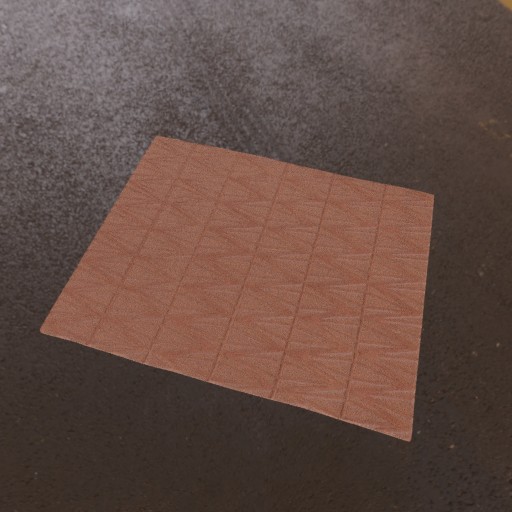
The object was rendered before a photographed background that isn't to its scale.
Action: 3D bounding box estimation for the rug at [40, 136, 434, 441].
[{"bbox_3d":[0.000,0.000,4.074,3.052,0.043,2.453,14,58,9],"label":"rug"}]
